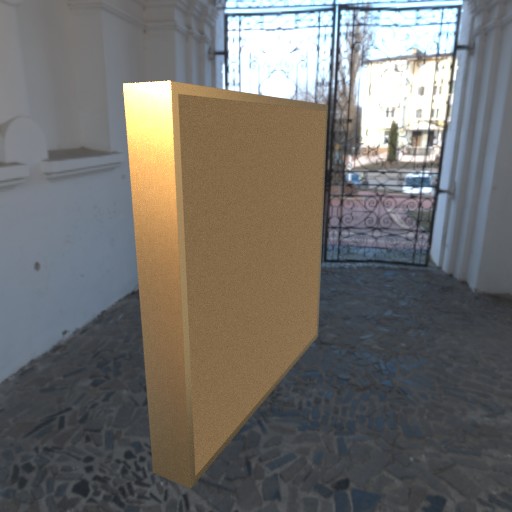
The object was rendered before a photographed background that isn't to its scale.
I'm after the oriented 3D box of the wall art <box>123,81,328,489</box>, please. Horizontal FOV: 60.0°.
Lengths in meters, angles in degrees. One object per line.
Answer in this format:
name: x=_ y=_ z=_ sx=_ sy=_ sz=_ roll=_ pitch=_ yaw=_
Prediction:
wall art: x=0.000 y=0.000 z=0.451 sx=0.038 sy=0.304 sz=0.304 roll=8 pitch=18 yaw=26
